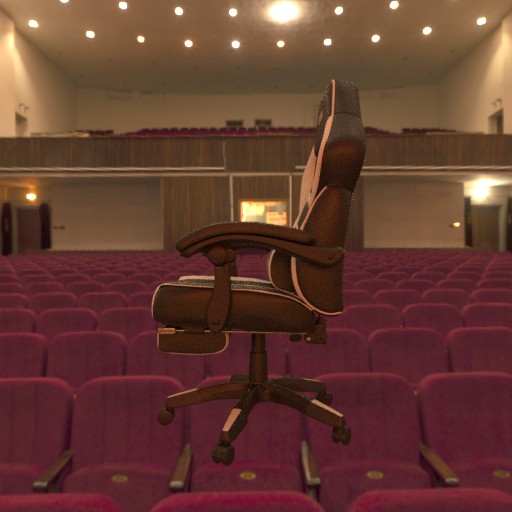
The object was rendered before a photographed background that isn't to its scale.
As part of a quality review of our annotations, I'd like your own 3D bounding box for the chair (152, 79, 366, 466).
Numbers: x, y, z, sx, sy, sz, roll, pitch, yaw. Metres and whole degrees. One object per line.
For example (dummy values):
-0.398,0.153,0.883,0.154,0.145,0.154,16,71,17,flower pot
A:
0.000,0.000,1.584,0.700,1.200,0.676,0,0,0,chair
